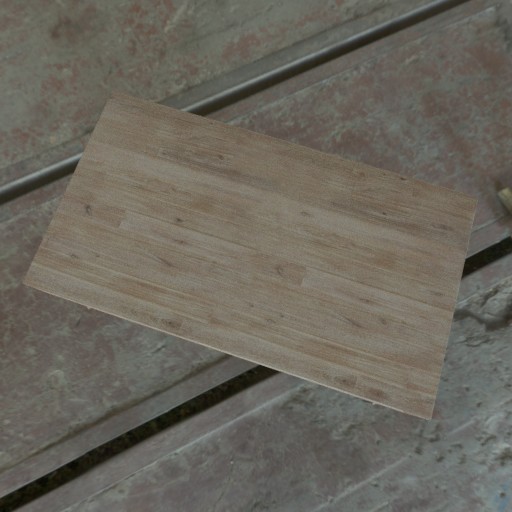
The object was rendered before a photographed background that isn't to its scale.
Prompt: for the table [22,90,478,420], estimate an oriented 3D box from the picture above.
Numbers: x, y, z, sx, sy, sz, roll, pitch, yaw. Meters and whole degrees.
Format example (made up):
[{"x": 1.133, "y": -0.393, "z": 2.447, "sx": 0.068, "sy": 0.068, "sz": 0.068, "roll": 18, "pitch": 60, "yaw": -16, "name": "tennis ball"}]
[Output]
[{"x": 0.000, "y": 0.000, "z": 2.025, "sx": 1.619, "sy": 0.531, "sz": 0.918, "roll": 18, "pitch": 76, "yaw": 5, "name": "table"}]
